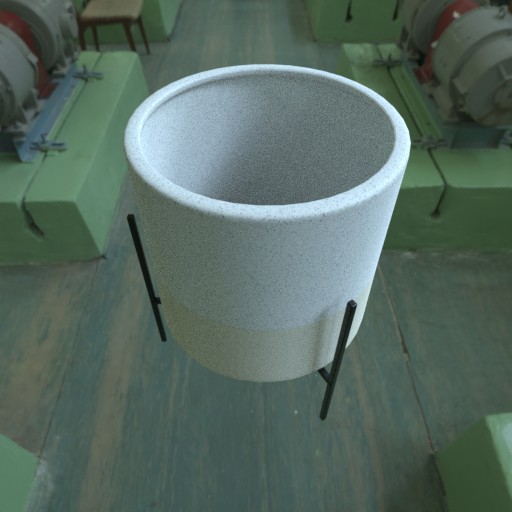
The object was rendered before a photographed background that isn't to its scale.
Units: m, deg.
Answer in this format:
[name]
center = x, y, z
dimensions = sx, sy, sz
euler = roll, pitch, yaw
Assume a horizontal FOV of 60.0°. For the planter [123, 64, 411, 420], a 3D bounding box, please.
[planter]
center = 0.000, 0.000, 0.638
dimensions = 0.335, 0.423, 0.313
euler = -2, 47, -2
